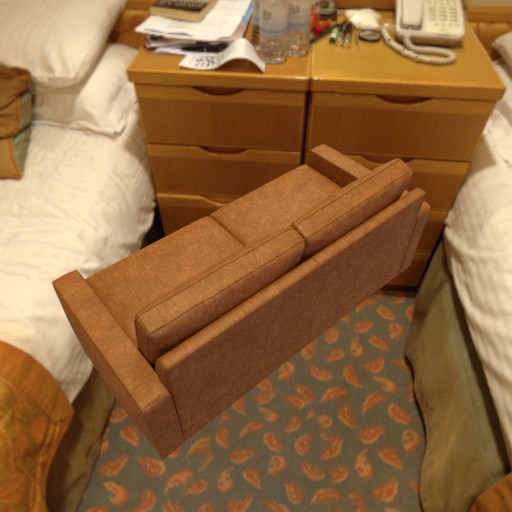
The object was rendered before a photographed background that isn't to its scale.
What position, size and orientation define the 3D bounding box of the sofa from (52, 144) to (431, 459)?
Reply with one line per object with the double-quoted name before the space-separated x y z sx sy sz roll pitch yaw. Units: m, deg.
"sofa" 0.000 0.000 2.697 2.156 0.928 0.991 -31 54 -27
